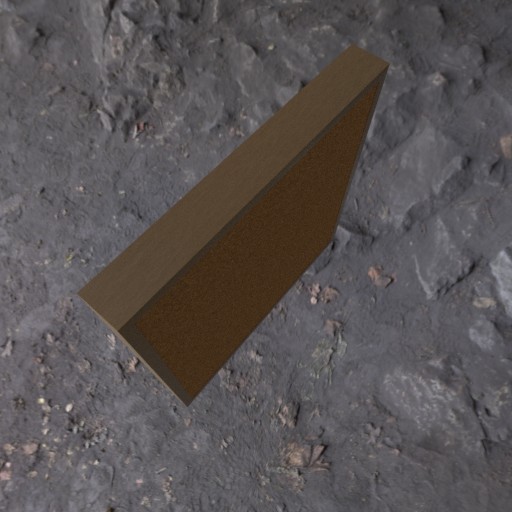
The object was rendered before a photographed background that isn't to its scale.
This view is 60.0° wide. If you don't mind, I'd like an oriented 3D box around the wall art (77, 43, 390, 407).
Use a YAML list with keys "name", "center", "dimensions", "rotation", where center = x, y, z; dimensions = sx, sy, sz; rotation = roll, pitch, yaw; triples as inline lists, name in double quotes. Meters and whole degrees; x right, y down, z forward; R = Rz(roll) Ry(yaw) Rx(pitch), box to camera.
- name: "wall art"
  center: [0.000, 0.000, 0.461]
  dimensions: [0.038, 0.305, 0.304]
  rotation: [37, 69, 17]
